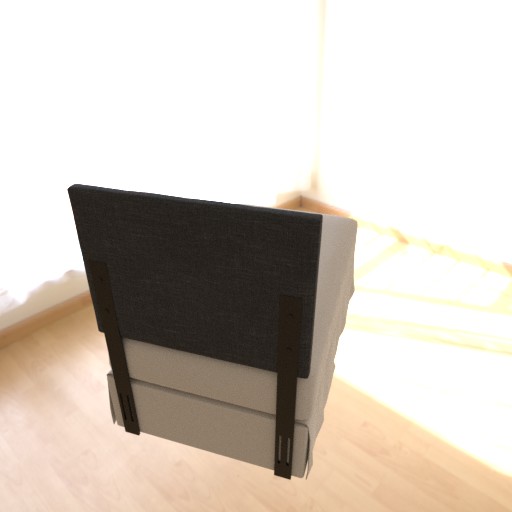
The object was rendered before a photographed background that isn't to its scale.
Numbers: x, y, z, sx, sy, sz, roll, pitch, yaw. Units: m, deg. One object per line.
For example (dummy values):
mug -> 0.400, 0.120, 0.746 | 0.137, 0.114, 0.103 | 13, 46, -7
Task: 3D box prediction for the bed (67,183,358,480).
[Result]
bed -> 0.000, 0.000, 2.992 | 1.261, 1.571, 1.997 | 9, 31, 15
